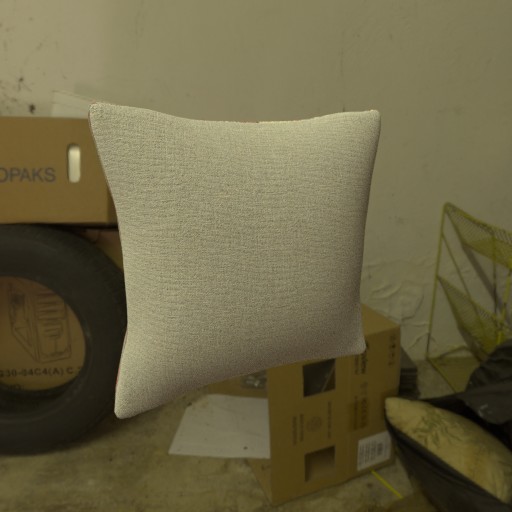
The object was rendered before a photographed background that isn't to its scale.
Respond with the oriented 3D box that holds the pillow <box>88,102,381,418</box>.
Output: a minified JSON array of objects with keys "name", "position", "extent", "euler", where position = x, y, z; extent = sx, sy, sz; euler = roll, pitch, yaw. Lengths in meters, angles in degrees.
[{"name":"pillow","position":[0.000,0.000,0.652],"extent":[0.437,0.419,0.136],"euler":[-8,18,-25]}]
